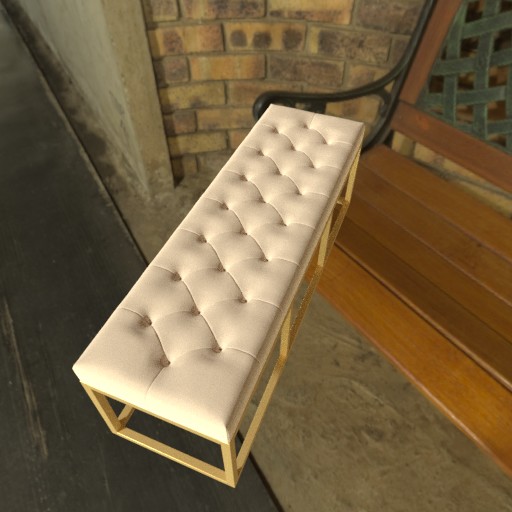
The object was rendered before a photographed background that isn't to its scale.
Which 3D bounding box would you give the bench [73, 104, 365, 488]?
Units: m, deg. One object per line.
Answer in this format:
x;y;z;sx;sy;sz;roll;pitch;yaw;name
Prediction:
0.000;0.000;1.729;0.457;0.484;1.473;17;50;15;bench
